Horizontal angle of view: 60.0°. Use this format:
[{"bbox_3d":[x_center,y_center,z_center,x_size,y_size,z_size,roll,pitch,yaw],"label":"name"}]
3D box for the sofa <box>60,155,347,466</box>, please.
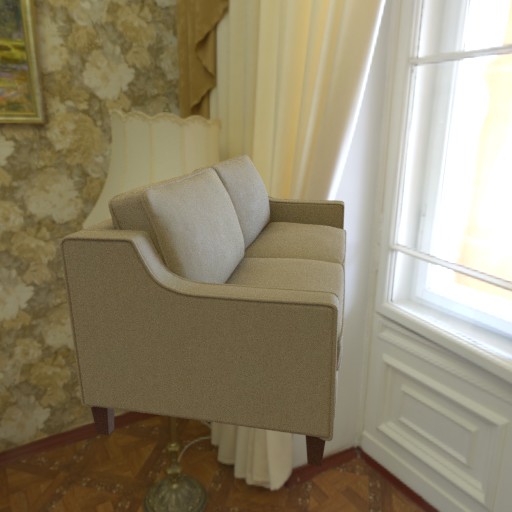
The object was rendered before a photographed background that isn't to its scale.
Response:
[{"bbox_3d":[0.000,0.000,2.670,1.066,1.071,2.178,3,17,11],"label":"sofa"}]
